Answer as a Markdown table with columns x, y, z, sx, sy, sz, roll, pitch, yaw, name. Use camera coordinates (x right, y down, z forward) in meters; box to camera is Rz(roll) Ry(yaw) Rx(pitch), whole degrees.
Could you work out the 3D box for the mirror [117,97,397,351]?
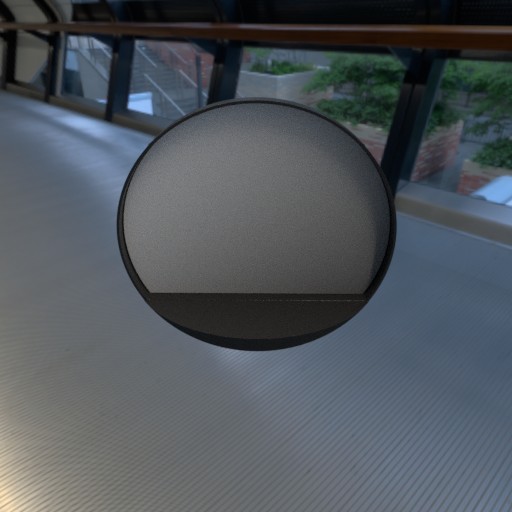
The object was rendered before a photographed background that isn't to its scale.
| x | y | z | sx | sy | sz | roll | pitch | yaw | name |
| --- | --- | --- | --- | --- | --- | --- | --- | --- | --- |
| 0.000 | 0.000 | 0.698 | 0.457 | 0.457 | 0.133 | 0 | 29 | 1 | mirror |
